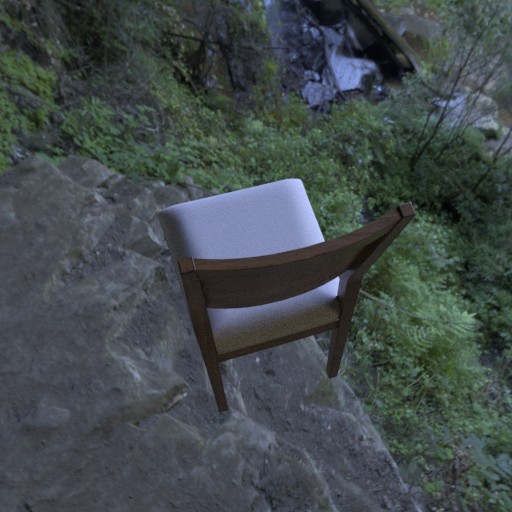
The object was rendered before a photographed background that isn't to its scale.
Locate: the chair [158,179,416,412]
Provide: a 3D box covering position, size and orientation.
[{"bbox_3d":[0.000,0.000,1.284,0.497,0.939,0.610,-14,59,-9],"label":"chair"}]
